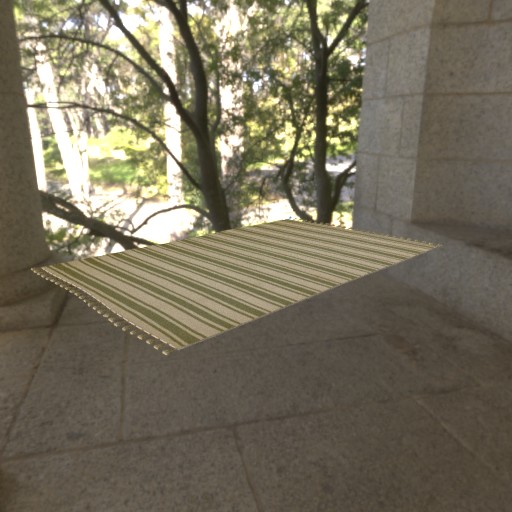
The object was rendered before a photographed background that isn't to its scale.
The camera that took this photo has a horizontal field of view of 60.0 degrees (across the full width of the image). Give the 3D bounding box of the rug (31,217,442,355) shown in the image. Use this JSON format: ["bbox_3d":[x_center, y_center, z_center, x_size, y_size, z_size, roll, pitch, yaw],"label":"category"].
[{"bbox_3d":[0.000,0.000,2.325,1.875,0.013,1.162,-15,22,-42],"label":"rug"}]
